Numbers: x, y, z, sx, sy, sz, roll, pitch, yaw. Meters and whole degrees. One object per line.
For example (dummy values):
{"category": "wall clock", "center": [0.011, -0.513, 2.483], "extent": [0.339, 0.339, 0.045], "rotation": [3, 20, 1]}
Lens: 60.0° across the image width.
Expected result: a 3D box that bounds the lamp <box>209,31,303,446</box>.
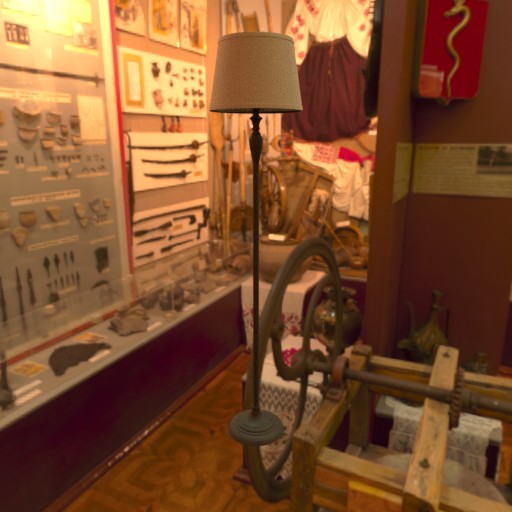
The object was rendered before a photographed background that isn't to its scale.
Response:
{"category": "lamp", "center": [0.000, 0.000, 1.688], "extent": [0.327, 1.506, 0.327], "rotation": [8, 17, 27]}
